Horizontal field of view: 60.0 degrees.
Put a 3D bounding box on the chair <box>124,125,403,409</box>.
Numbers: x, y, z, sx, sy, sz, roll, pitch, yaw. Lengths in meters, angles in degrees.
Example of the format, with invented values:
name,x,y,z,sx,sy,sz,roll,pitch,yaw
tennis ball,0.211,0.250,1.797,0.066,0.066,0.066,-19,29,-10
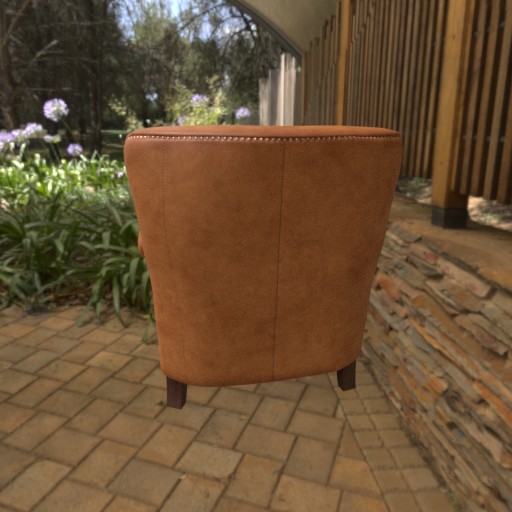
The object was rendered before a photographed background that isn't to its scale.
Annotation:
name,x,y,z,sx,sy,sz,roll,pitch,yaw
chair,0.000,0.000,1.693,0.861,0.936,0.921,-2,15,-9
